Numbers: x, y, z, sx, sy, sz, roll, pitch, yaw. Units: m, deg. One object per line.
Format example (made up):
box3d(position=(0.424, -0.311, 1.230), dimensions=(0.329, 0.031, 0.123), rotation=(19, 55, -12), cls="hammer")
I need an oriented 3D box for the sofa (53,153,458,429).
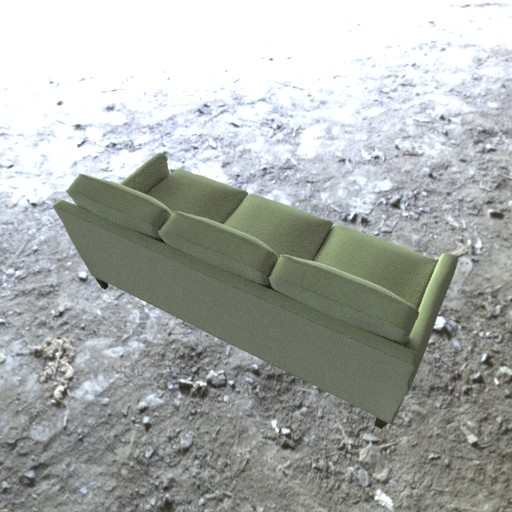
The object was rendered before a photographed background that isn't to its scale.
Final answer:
box3d(position=(0.000, 0.000, 2.806), dimensions=(2.246, 1.003, 1.084), rotation=(22, 50, 20), cls="sofa")
